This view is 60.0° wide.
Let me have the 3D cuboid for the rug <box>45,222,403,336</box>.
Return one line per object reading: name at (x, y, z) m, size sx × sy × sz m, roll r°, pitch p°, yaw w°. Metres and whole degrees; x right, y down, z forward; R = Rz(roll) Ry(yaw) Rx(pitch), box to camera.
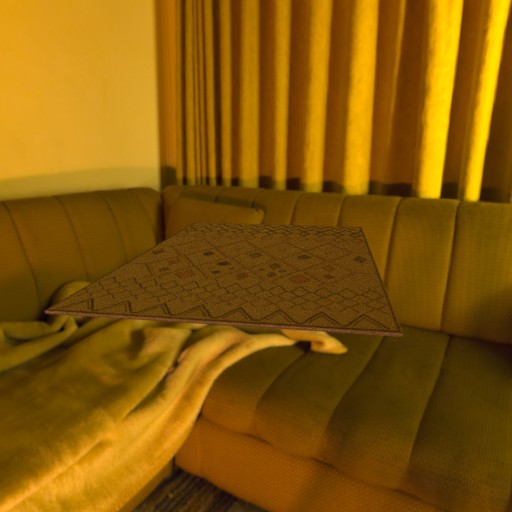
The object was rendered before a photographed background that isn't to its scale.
rug at (0.000, 0.000, 2.343) m, size 1.219 × 0.016 × 1.829 m, roll 2°, pitch 14°, yaw 9°
